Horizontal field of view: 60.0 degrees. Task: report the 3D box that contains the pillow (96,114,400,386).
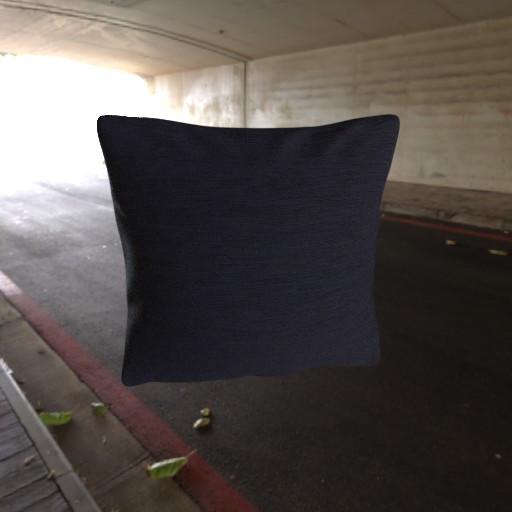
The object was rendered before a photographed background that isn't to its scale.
[{"bbox_3d":[0.000,0.000,0.677,0.432,0.414,0.246,-3,17,-9],"label":"pillow"}]
